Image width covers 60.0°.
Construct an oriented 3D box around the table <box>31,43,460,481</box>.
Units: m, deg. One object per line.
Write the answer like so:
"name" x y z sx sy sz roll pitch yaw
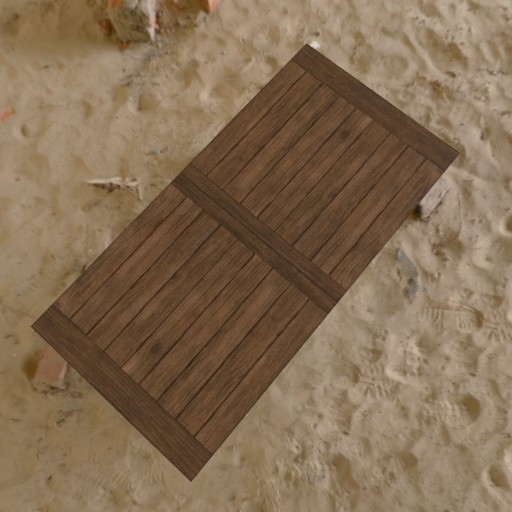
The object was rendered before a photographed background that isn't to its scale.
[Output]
"table" 0.000 0.000 2.356 0.931 0.757 1.867 40 79 9
